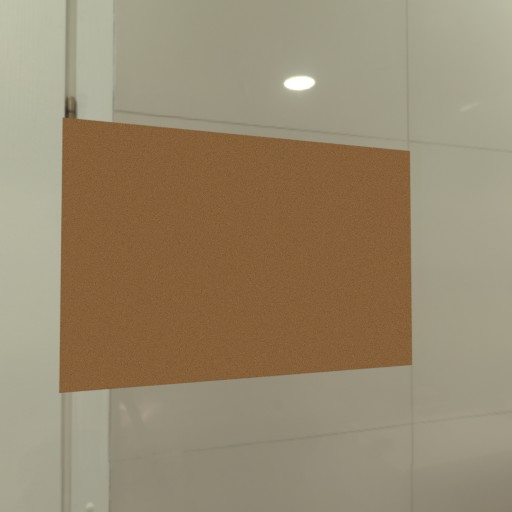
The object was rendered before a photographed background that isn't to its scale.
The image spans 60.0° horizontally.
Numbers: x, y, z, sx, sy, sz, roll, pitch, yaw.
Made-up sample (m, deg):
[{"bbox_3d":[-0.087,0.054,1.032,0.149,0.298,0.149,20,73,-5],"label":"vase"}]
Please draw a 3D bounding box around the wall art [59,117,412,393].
[{"bbox_3d":[0.000,0.000,1.134,0.915,0.608,0.033,1,-2,-18],"label":"wall art"}]
